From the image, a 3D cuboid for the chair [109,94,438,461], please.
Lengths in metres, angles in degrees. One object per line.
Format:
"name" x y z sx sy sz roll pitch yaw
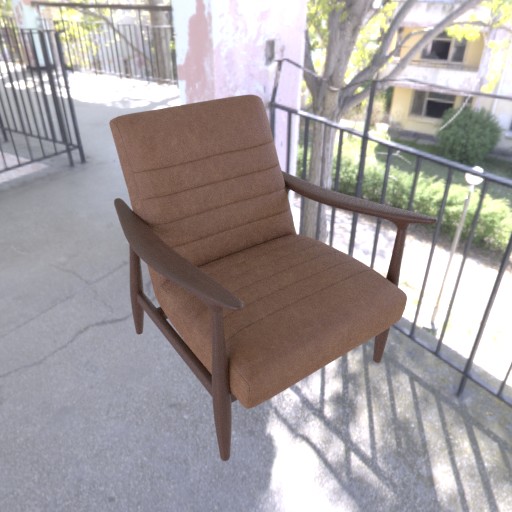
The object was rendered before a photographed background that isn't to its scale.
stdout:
"chair" 0.000 0.000 1.433 0.741 0.832 0.798 -21 37 -30
